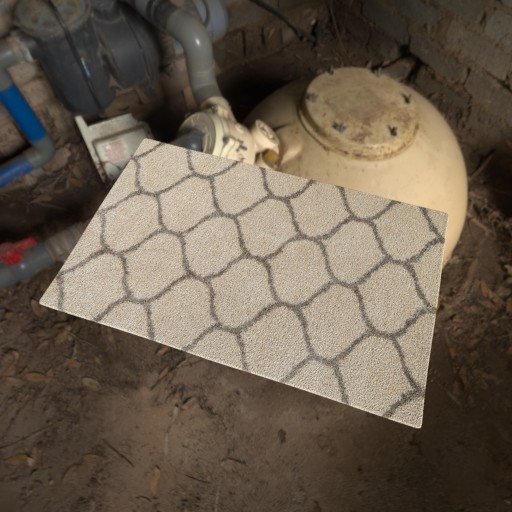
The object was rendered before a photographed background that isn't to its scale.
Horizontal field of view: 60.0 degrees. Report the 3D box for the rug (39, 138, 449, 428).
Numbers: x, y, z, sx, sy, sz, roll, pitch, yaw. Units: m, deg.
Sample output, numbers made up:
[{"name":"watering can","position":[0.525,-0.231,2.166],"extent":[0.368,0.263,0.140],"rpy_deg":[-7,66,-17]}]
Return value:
[{"name":"rug","position":[0.000,0.000,2.925],"extent":[2.348,0.024,1.501],"rpy_deg":[16,60,9]}]
